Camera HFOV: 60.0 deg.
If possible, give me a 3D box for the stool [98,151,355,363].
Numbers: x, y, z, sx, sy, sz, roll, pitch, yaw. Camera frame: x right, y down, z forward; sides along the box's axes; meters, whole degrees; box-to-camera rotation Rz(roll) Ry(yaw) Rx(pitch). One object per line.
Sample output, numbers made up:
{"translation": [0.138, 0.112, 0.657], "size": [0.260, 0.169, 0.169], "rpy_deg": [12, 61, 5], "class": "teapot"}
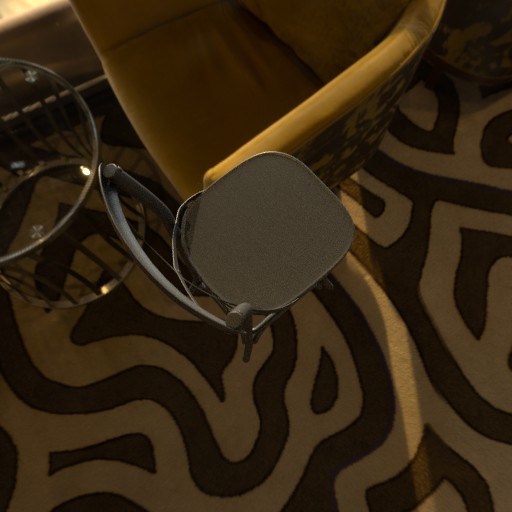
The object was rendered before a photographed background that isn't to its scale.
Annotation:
{"translation": [0.000, 0.000, 1.423], "size": [0.584, 1.168, 0.457], "rpy_deg": [-39, 77, -11], "class": "stool"}
